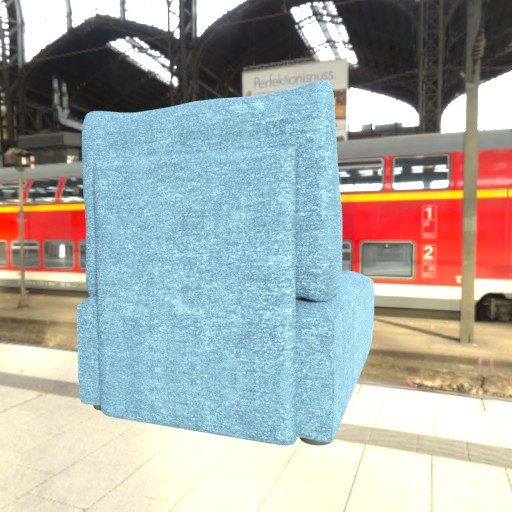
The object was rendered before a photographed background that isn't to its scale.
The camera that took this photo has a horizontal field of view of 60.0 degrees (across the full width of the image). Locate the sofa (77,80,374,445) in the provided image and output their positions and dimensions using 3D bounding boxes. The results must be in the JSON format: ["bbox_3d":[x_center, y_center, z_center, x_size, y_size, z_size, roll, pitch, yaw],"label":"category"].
[{"bbox_3d":[0.000,0.000,1.510,0.700,0.820,1.000,1,3,20],"label":"sofa"}]
